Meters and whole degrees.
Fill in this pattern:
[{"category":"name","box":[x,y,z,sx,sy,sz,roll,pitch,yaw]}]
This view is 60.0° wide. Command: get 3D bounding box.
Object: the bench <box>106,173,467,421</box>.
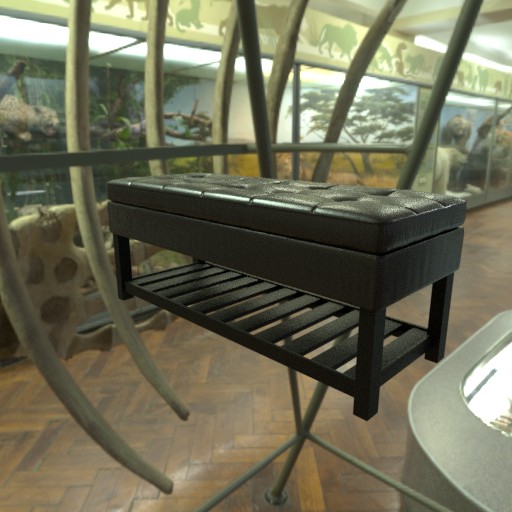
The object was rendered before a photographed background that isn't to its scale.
[{"category":"bench","box":[0.000,0.000,1.399,1.105,0.460,0.432,14,21,43]}]
